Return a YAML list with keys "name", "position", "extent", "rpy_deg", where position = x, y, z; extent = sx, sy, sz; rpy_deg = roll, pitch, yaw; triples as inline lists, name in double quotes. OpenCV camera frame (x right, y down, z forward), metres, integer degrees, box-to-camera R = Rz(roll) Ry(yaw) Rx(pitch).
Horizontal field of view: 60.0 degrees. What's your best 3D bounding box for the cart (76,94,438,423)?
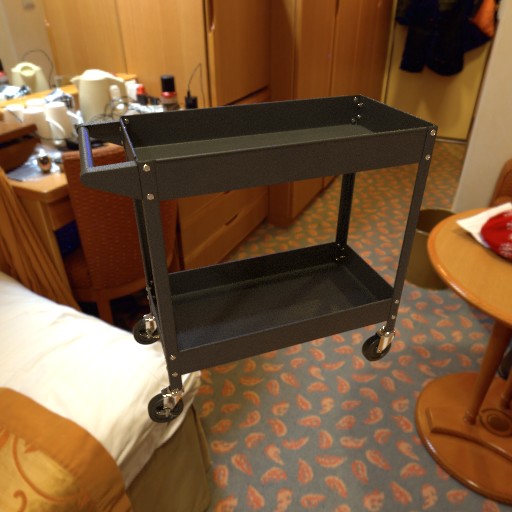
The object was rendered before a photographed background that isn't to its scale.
- name: "cart"
  position: [0.000, 0.000, 1.204]
  extent: [0.779, 0.719, 0.366]
  rpy_deg: [-11, 34, -17]
